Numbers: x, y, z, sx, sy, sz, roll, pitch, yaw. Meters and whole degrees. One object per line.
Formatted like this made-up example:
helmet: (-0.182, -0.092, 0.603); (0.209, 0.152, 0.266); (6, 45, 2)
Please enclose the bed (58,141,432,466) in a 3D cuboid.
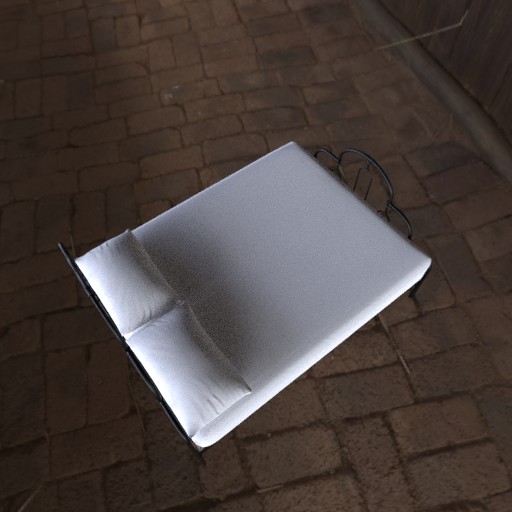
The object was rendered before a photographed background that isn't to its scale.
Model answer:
bed: (0.000, 0.000, 3.203); (2.181, 1.444, 1.626); (-33, 64, -19)
